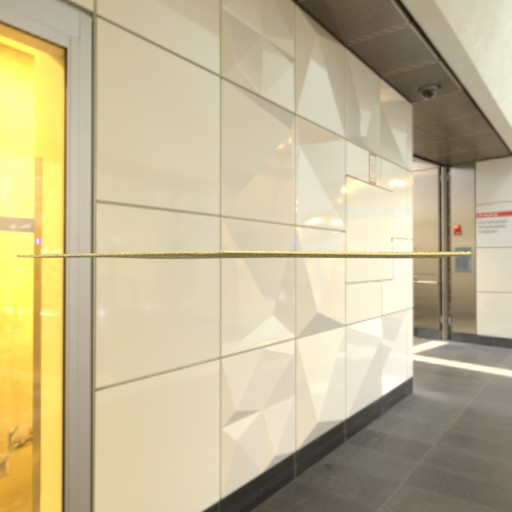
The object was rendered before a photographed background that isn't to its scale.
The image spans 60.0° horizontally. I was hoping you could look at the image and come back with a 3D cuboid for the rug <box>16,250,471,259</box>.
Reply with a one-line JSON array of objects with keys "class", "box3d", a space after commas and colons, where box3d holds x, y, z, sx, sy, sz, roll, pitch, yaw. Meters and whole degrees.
[{"class": "rug", "box3d": [0.000, 0.000, 2.864, 2.305, 0.029, 1.593, 0, -1, 17]}]
